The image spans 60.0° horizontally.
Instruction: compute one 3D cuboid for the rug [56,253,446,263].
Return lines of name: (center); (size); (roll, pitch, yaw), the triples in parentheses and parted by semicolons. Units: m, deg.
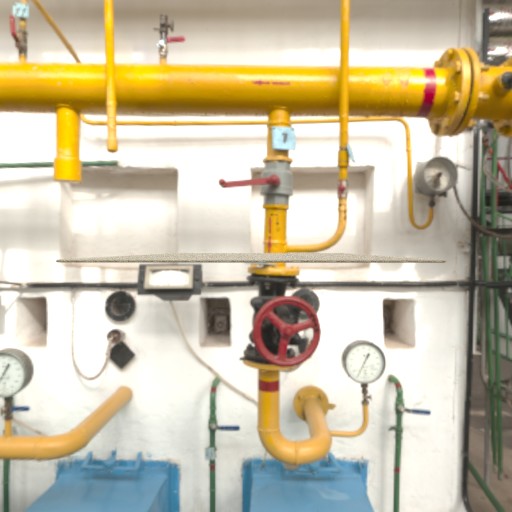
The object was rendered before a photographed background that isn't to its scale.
rug: (0.000, 0.000, 2.290); (1.219, 0.010, 1.829); (0, 1, 1)
